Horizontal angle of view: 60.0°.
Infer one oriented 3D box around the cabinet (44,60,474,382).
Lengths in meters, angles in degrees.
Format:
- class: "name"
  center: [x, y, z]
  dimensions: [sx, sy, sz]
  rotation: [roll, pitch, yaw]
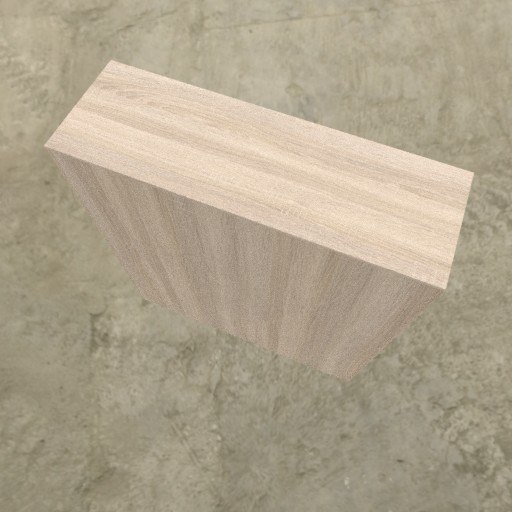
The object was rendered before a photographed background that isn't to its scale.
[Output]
- class: "cabinet"
  center: [0.000, 0.000, 2.949]
  dimensions: [1.870, 2.060, 0.620]
  rotation: [20, 66, 10]
